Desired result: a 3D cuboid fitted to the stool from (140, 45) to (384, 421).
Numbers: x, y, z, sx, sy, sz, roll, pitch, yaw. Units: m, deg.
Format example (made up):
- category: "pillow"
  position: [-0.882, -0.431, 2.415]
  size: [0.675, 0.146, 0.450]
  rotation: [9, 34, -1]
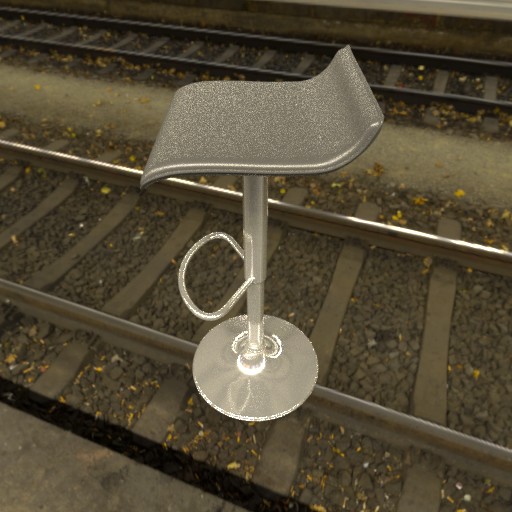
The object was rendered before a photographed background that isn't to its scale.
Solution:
- category: "stool"
  position: [0.000, 0.000, 1.060]
  size: [0.381, 0.851, 0.381]
  rotation: [0, 41, 0]
